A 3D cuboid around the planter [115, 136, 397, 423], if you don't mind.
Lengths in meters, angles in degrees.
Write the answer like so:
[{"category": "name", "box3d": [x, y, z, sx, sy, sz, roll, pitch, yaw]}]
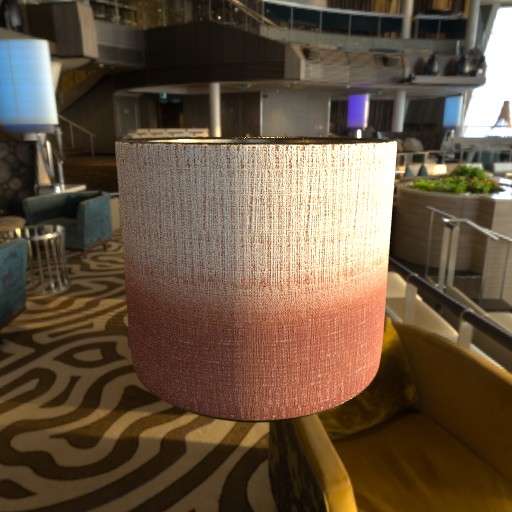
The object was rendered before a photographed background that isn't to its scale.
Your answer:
[{"category": "planter", "box3d": [0.000, 0.000, 0.308, 0.178, 0.157, 0.178, 0, 16, 0]}]
